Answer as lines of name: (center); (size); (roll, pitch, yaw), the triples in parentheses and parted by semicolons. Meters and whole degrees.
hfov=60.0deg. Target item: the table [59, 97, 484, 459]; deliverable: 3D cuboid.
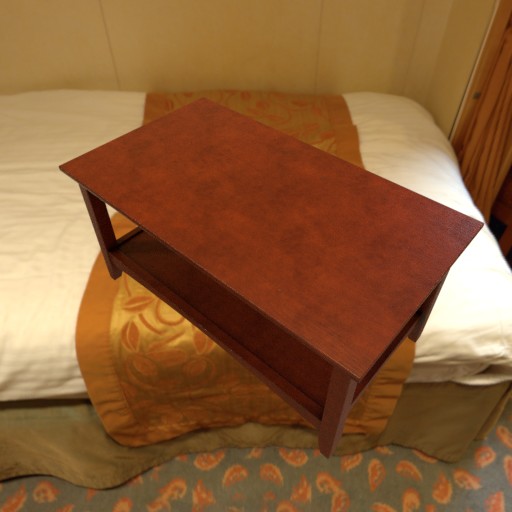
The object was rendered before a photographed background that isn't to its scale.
table: (0.000, 0.000, 1.266); (0.943, 0.456, 0.533); (33, 54, 28)
